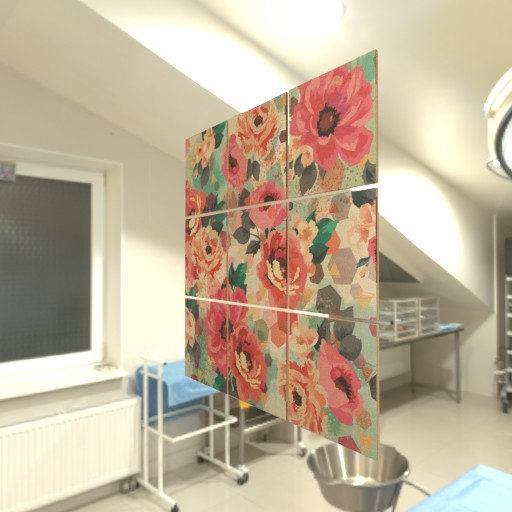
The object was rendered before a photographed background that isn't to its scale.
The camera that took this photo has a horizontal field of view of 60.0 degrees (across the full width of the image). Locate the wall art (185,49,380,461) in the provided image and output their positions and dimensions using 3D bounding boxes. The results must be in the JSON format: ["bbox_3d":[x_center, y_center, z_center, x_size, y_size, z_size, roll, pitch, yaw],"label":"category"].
[{"bbox_3d":[0.000,0.000,1.805,0.013,1.220,1.216,1,-1,-36],"label":"wall art"}]
